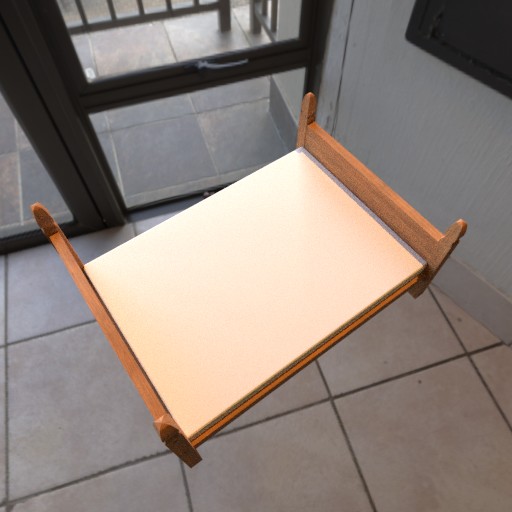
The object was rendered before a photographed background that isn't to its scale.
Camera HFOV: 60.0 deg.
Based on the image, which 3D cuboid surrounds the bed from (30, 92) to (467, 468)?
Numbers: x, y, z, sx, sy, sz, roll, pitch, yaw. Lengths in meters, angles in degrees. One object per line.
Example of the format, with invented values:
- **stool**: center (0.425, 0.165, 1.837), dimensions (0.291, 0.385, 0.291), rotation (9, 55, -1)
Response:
- **bed**: center (0.000, 0.000, 2.903), dimensions (2.069, 1.100, 1.490), rotation (-32, 64, -18)
